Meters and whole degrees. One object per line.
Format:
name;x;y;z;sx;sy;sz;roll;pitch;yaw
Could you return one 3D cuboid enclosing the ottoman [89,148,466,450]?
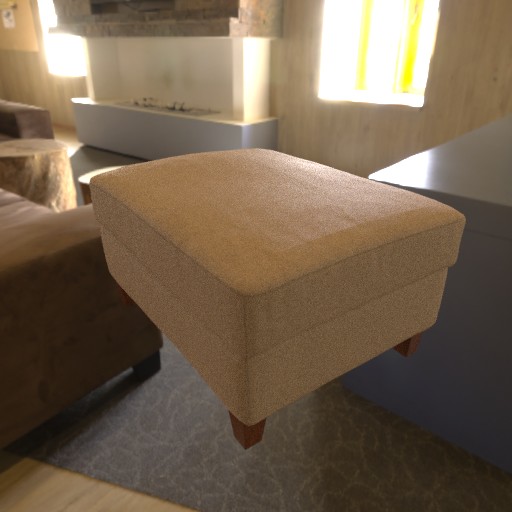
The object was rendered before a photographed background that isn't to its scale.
ottoman;0.000;0.000;1.327;0.692;0.511;0.902;-17;31;-31
